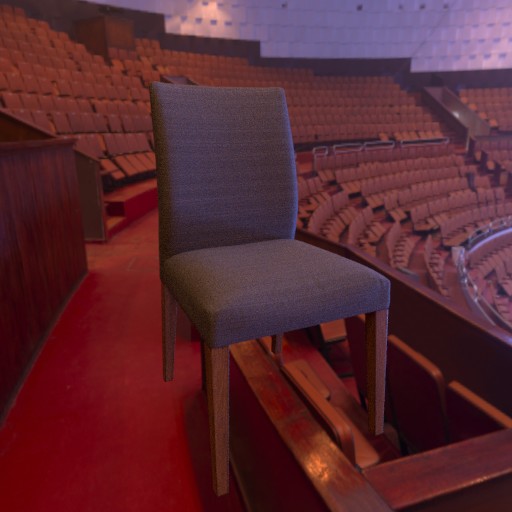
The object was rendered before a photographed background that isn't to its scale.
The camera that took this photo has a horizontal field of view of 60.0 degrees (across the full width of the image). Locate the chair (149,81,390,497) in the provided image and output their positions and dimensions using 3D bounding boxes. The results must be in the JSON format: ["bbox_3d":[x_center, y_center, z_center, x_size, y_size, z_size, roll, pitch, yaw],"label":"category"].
[{"bbox_3d":[0.000,0.000,1.246,0.496,0.940,0.585,-8,18,-26],"label":"chair"}]
